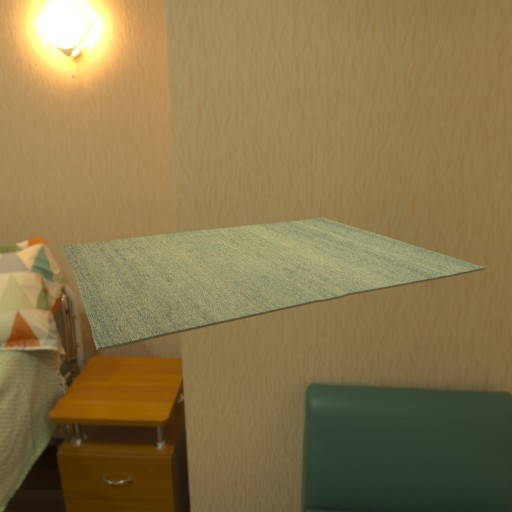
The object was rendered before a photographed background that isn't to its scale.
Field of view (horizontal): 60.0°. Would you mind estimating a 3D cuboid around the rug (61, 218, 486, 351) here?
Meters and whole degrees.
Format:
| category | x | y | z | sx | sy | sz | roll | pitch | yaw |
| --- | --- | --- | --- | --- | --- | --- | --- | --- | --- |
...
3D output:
| category | x | y | z | sx | sy | sz | roll | pitch | yaw |
| --- | --- | --- | --- | --- | --- | --- | --- | --- | --- |
| rug | 0.000 | 0.000 | 4.182 | 3.237 | 0.046 | 2.461 | -8 | 18 | -26 |
